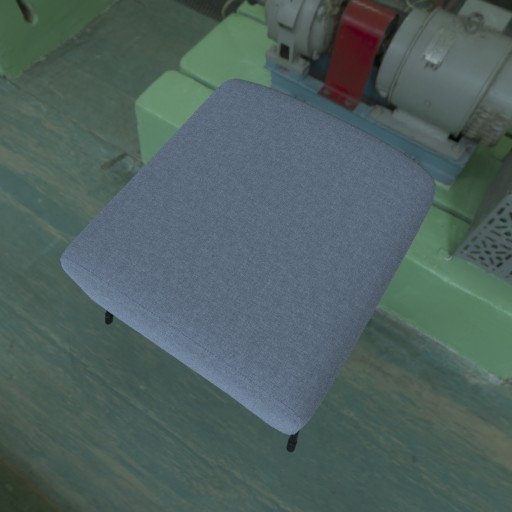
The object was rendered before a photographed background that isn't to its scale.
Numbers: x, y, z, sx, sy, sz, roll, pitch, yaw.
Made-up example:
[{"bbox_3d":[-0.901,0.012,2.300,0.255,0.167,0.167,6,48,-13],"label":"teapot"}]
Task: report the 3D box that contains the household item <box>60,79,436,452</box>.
[{"bbox_3d":[0.000,0.000,0.914,0.530,0.410,0.530,30,68,14],"label":"household item"}]
